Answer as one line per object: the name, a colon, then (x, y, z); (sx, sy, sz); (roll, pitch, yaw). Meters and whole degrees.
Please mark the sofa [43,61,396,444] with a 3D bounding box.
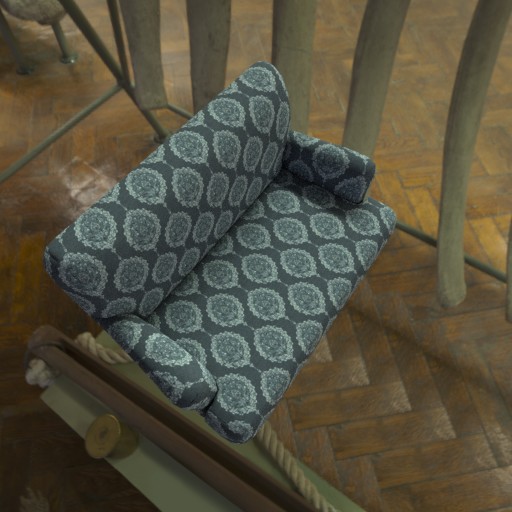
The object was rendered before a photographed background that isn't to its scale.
sofa: (0.000, 0.000, 1.815); (0.779, 0.867, 1.297); (32, 64, 17)
